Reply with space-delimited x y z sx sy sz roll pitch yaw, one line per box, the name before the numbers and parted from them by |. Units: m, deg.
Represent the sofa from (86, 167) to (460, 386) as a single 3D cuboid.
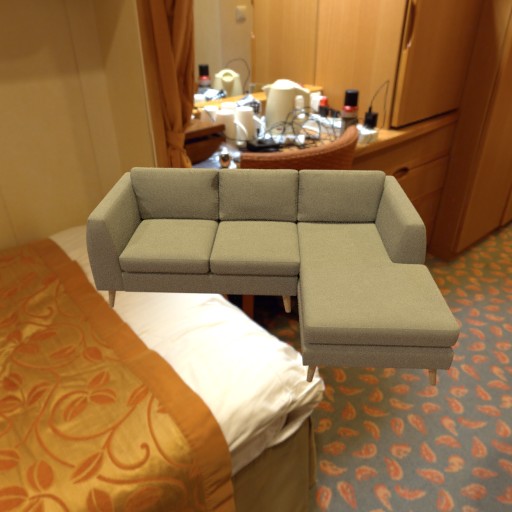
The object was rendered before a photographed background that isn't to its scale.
sofa | 0.000 0.000 3.100 2.300 0.860 1.580 1 31 2
